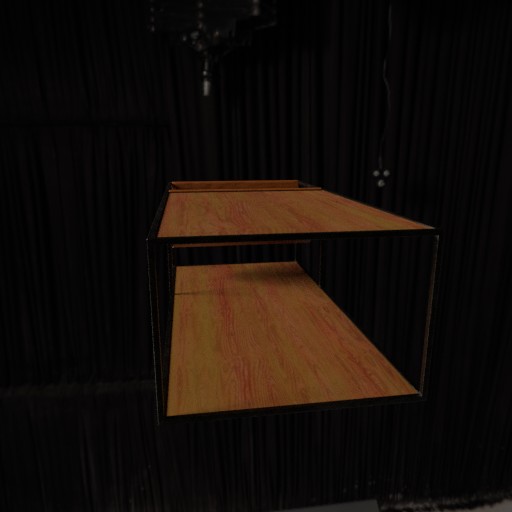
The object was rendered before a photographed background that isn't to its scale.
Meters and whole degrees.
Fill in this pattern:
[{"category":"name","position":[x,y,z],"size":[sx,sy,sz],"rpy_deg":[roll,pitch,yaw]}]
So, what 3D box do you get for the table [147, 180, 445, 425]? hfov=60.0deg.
[{"category":"table","position":[0.000,0.000,1.487],"size":[0.597,0.403,1.199],"rpy_deg":[-2,15,-9]}]
